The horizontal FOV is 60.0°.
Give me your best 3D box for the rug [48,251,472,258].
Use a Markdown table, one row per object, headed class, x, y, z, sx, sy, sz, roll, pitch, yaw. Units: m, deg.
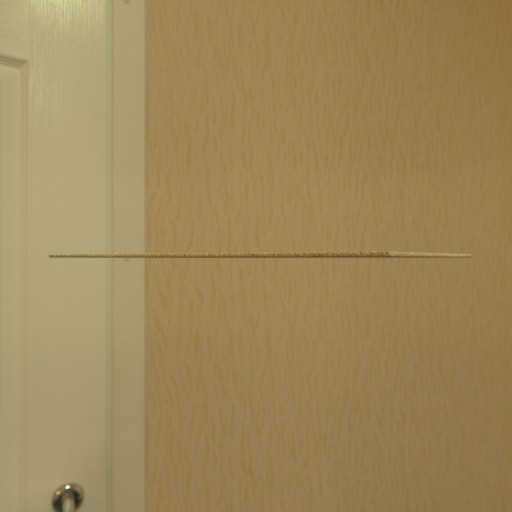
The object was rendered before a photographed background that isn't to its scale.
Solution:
| class | x | y | z | sx | sy | sz | roll | pitch | yaw |
| --- | --- | --- | --- | --- | --- | --- | --- | --- | --- |
| rug | 0.000 | 0.000 | 3.395 | 2.699 | 0.025 | 1.800 | 0 | 0 | 36 |
